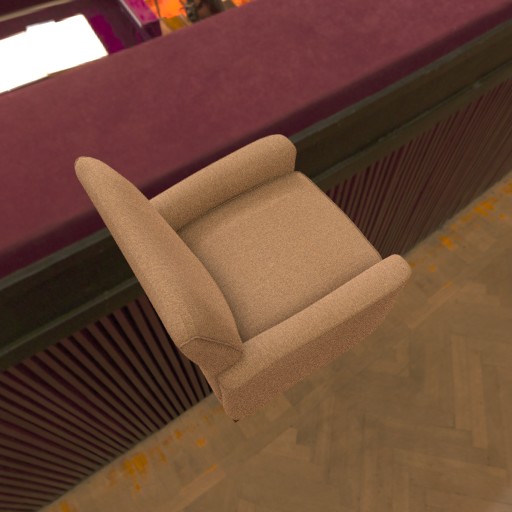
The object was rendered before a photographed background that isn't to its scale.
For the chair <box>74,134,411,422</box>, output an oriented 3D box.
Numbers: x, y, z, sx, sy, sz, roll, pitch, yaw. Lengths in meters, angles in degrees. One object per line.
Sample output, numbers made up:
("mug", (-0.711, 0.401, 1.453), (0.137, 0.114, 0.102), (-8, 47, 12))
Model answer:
("chair", (0.000, 0.000, 1.661), (0.864, 1.014, 0.848), (-29, 63, -16))
